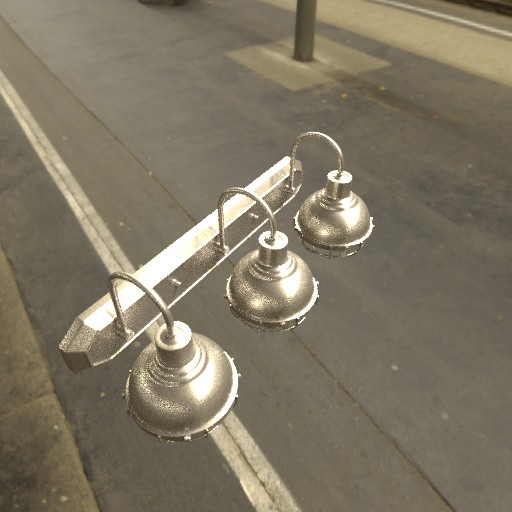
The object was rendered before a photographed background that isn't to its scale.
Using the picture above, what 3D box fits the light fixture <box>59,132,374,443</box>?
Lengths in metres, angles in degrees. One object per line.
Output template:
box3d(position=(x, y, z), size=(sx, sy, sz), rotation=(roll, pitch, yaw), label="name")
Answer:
box3d(position=(0.000, 0.000, 0.762), size=(0.229, 0.254, 0.634), rotation=(25, 47, 25), label="light fixture")
